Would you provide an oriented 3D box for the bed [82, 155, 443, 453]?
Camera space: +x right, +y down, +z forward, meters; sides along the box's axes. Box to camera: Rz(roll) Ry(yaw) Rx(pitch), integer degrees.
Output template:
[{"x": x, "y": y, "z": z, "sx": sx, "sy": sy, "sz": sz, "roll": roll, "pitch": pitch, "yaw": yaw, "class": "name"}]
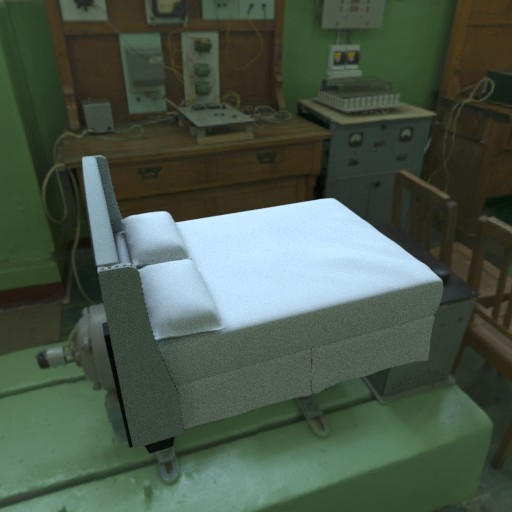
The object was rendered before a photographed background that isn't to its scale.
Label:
[{"x": 0.000, "y": 0.000, "z": 3.304, "sx": 2.237, "sy": 1.407, "sz": 1.710, "roll": -11, "pitch": 33, "yaw": -18, "class": "bed"}]
